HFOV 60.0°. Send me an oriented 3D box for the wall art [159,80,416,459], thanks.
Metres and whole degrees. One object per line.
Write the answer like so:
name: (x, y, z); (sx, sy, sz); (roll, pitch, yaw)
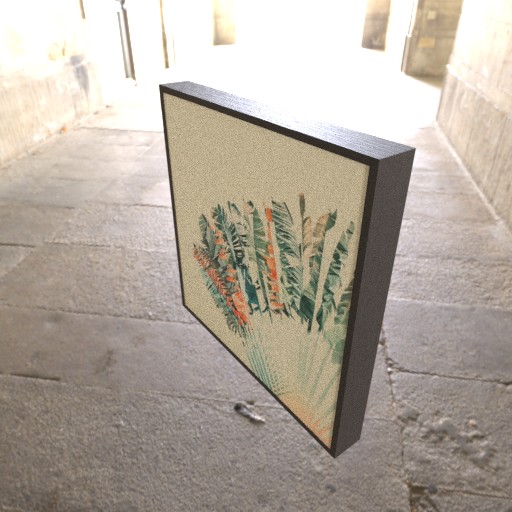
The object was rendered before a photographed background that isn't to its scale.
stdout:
wall art: (0.000, 0.000, 0.463); (0.036, 0.300, 0.302); (-21, 37, -31)
